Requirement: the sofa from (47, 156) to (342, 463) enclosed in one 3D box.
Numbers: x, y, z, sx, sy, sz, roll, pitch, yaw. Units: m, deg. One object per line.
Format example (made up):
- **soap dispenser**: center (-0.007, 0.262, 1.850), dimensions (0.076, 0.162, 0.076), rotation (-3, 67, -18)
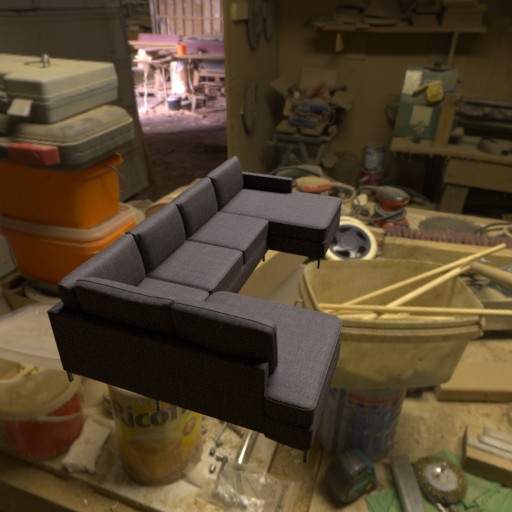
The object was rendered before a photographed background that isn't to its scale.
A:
- **sofa**: center (0.000, 0.000, 4.419), dimensions (2.048, 0.999, 3.423), rotation (11, 32, 18)
